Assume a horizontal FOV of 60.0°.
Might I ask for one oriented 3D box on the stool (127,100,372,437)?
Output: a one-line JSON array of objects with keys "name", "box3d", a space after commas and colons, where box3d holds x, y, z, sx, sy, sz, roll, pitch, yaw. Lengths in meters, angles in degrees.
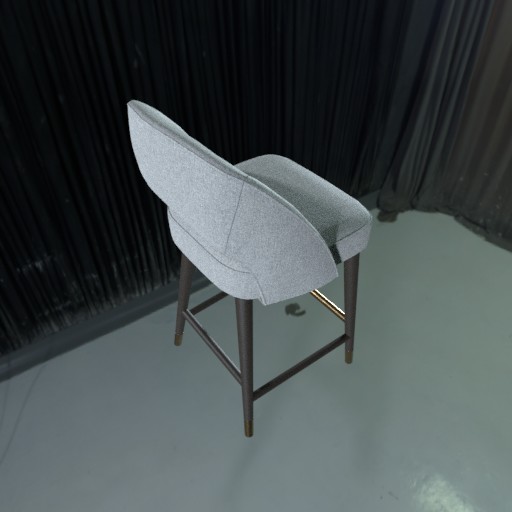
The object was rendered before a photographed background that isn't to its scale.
[{"name": "stool", "box3d": [0.000, 0.000, 1.245, 0.509, 0.940, 0.494, -27, 48, -27]}]
